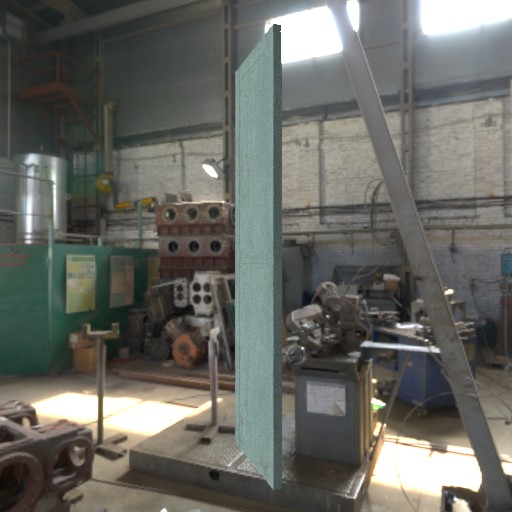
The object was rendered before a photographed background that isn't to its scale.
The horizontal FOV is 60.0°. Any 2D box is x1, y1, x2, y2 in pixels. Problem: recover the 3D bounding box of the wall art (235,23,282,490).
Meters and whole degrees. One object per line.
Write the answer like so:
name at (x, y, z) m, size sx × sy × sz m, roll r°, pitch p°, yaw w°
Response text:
wall art at (0.000, 0.000, 1.313) m, size 0.025 × 1.219 × 0.329 m, roll 0°, pitch -1°, yaw -20°
